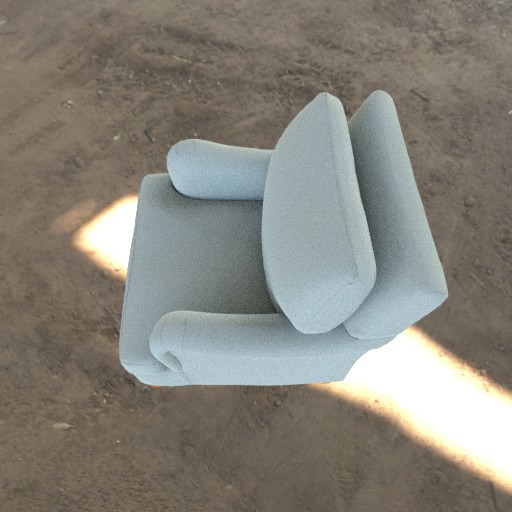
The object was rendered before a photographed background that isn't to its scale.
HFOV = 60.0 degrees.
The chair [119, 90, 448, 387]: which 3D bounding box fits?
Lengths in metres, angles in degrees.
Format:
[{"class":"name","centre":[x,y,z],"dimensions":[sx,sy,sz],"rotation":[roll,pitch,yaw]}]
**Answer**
[{"class":"chair","centre":[0.000,0.000,1.848],"dimensions":[1.070,1.038,0.955],"rotation":[-2,59,-1]}]
